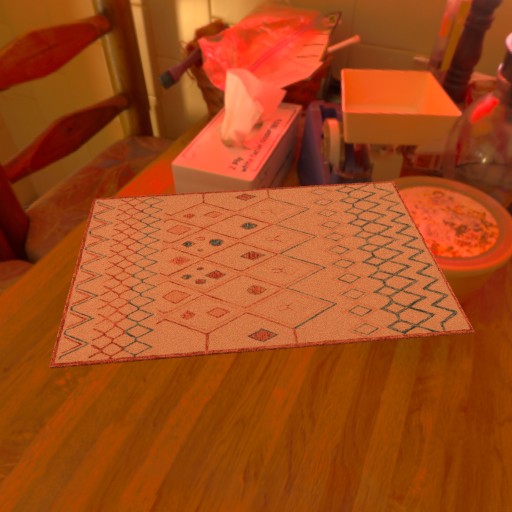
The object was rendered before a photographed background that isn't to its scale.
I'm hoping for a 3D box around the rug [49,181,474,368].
[{"bbox_3d":[0.000,0.000,3.061,2.438,0.015,1.524,-4,45,-4],"label":"rug"}]
